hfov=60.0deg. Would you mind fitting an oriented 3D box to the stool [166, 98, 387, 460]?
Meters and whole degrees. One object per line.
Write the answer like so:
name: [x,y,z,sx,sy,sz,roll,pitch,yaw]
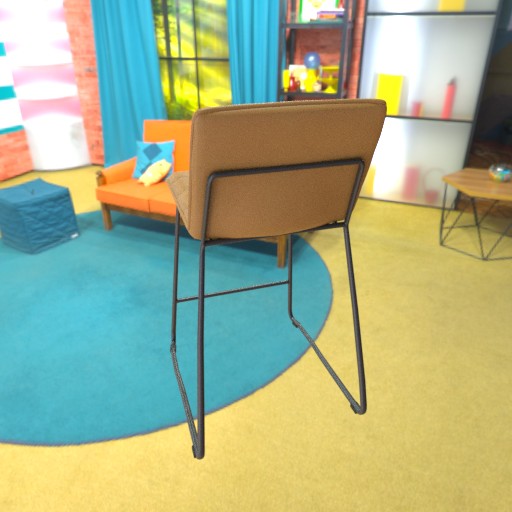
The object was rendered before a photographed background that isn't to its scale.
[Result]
stool: [0.000,0.000,1.204,0.489,0.866,0.524,-9,29,-16]
